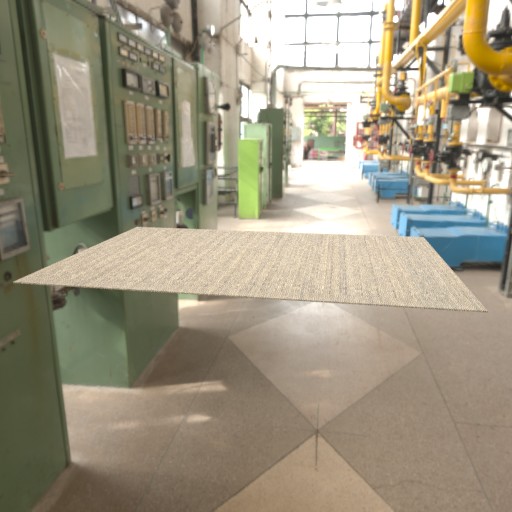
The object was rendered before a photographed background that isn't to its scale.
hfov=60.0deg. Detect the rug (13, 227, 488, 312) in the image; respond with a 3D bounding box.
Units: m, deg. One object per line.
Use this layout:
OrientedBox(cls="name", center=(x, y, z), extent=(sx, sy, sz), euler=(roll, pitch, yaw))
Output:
OrientedBox(cls="rug", center=(0.000, 0.000, 2.150), extent=(1.752, 0.006, 1.142), euler=(3, 15, 10))
